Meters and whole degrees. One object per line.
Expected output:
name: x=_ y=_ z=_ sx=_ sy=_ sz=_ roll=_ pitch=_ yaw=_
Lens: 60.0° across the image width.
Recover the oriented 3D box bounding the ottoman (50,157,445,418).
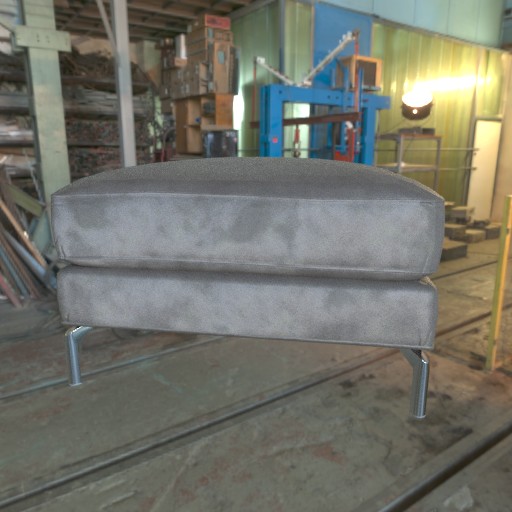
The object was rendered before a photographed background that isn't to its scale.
ottoman: x=0.000 y=0.000 z=1.045 sx=0.719 sy=0.456 sz=0.520 roll=2 pitch=14 yaw=9
